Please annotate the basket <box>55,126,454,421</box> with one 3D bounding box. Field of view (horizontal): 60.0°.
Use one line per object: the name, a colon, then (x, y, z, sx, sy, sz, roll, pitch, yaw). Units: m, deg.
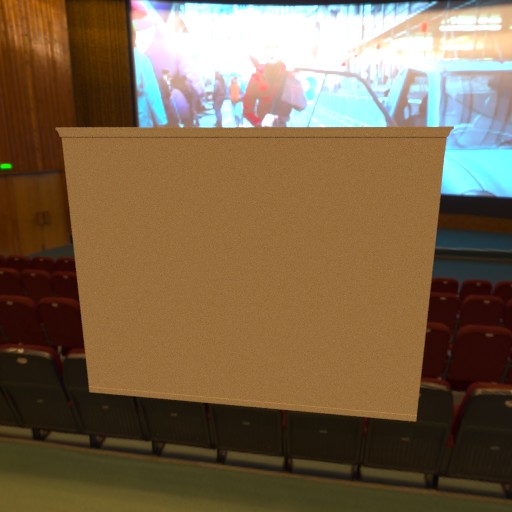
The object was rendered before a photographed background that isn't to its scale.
basket: (0.000, 0.000, 1.131, 0.792, 0.625, 0.376, 2, 15, 8)
